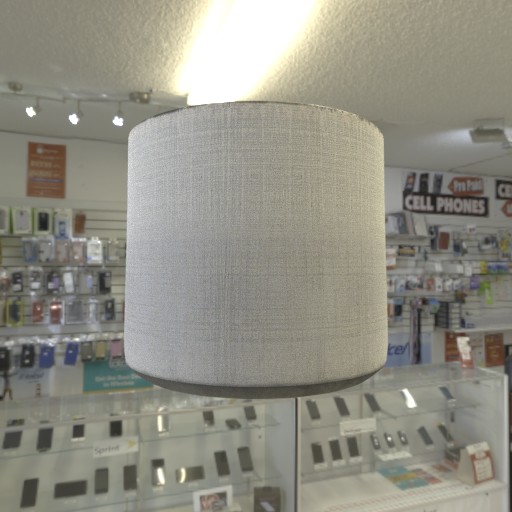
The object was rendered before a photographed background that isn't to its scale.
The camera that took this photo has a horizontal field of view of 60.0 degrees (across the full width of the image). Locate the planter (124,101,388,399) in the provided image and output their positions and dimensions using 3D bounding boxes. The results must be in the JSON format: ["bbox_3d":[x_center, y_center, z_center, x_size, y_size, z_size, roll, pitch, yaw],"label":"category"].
[{"bbox_3d":[0.000,0.000,0.398,0.226,0.201,0.226,0,-1,0],"label":"planter"}]
